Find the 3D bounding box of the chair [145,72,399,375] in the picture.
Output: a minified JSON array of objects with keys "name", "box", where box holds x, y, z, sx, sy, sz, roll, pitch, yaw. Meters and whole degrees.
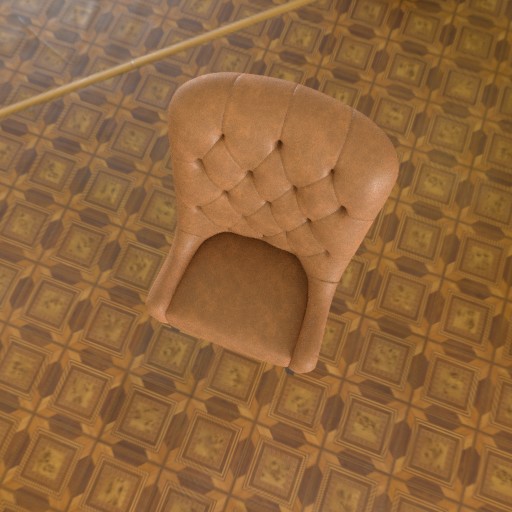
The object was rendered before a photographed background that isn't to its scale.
[{"name":"chair","box":[0.000,0.000,1.525,0.634,1.091,0.629,19,75,5]}]
